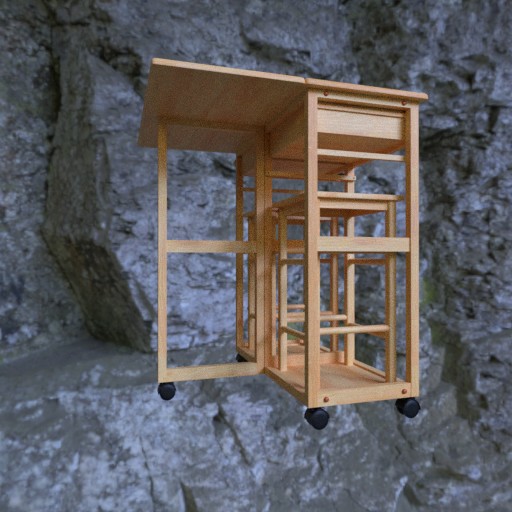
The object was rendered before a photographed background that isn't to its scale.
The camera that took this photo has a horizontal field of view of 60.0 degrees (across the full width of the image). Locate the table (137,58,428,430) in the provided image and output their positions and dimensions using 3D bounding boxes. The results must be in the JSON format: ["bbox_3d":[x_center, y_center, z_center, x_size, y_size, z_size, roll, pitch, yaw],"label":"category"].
[{"bbox_3d":[0.000,0.000,1.387,0.693,0.832,0.752,0,0,-17],"label":"table"}]
